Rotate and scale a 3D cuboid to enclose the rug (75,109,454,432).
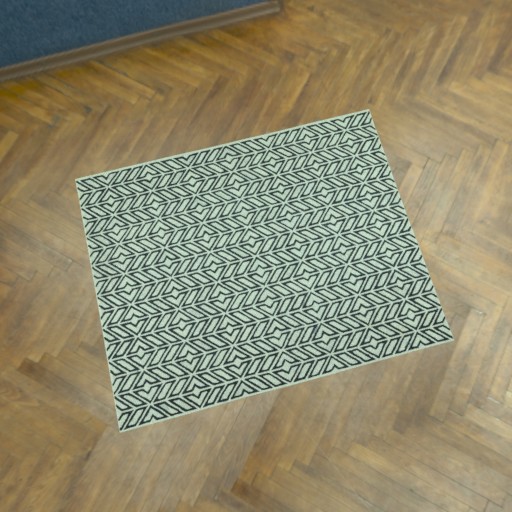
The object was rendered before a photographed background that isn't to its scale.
[{"bbox_3d":[0.000,0.000,4.172,3.045,0.008,2.421,-14,76,-4],"label":"rug"}]
